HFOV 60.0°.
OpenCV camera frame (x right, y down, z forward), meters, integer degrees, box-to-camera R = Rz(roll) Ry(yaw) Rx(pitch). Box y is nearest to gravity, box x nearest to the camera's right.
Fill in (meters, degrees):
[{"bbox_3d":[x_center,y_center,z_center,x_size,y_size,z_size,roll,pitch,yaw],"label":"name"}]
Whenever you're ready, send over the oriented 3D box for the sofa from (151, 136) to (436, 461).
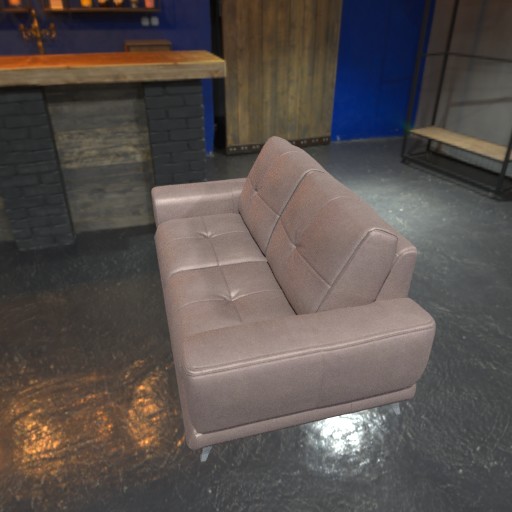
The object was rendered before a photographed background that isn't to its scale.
[{"bbox_3d":[0.000,0.000,2.387,1.018,0.907,1.806,-8,32,-13],"label":"sofa"}]
